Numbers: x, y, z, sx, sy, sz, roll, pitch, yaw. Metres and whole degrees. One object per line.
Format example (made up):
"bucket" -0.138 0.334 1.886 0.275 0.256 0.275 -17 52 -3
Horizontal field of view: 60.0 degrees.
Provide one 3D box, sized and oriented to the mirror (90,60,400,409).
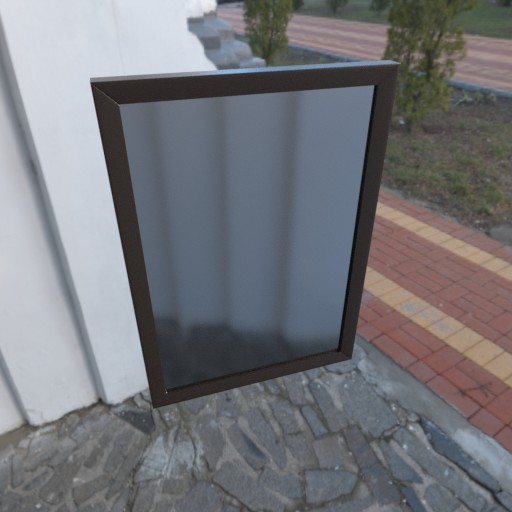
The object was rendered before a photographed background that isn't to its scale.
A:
"mirror" 0.000 0.000 0.902 0.507 0.710 0.040 -10 34 -15
